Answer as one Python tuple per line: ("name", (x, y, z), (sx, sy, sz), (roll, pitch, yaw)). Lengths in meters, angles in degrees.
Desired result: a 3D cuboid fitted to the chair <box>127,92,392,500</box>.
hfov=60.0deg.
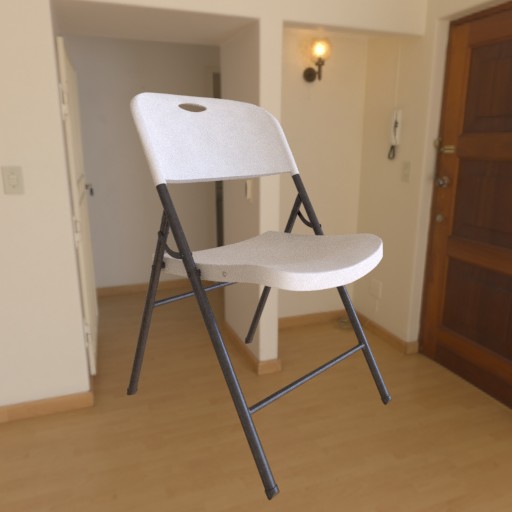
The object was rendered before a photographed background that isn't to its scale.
("chair", (0.000, 0.000, 1.132), (0.566, 0.810, 0.494), (13, 19, 43))
